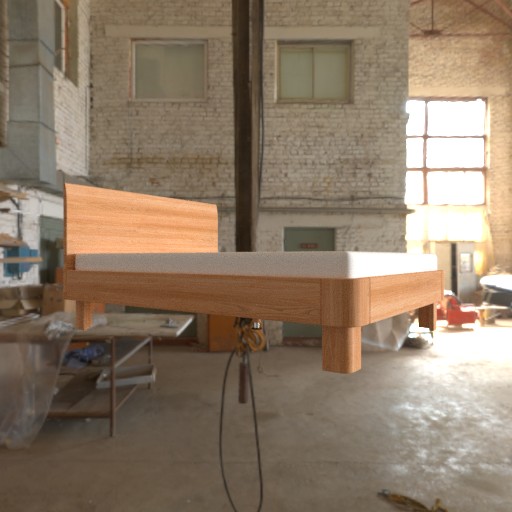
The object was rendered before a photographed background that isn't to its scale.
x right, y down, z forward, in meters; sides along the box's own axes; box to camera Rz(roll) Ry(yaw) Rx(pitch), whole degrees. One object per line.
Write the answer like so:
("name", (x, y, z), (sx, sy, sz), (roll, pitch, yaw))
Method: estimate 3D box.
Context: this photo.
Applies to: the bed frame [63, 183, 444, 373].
("bed frame", (0.000, 0.000, 2.860), (1.992, 0.940, 1.472), (0, 0, 36))
